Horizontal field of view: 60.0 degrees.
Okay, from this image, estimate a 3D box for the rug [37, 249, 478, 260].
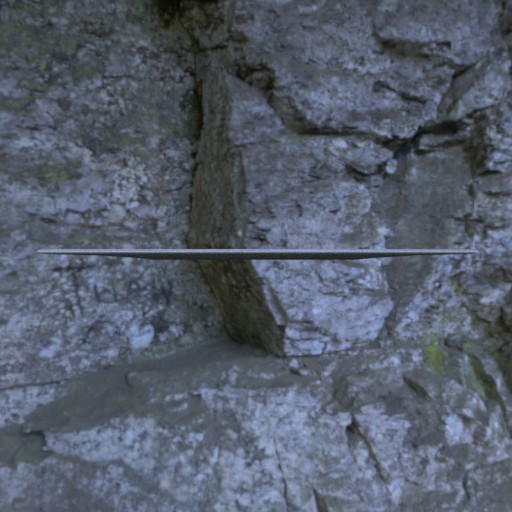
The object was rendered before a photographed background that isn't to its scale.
[{"bbox_3d":[0.000,0.000,3.969,2.472,0.035,3.017,0,-1,0],"label":"rug"}]
